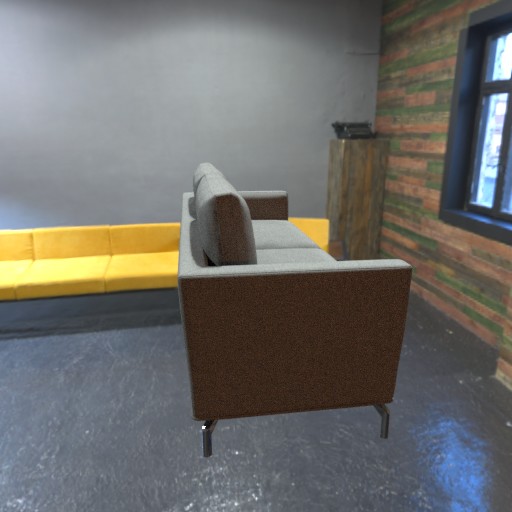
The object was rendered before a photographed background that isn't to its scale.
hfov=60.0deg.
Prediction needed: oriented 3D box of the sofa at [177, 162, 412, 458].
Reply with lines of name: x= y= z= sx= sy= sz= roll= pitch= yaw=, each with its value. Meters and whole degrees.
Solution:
sofa: x=0.000 y=0.000 z=2.652 sx=0.869 sy=1.002 sz=2.212 roll=-2 pitch=16 yaw=-8
